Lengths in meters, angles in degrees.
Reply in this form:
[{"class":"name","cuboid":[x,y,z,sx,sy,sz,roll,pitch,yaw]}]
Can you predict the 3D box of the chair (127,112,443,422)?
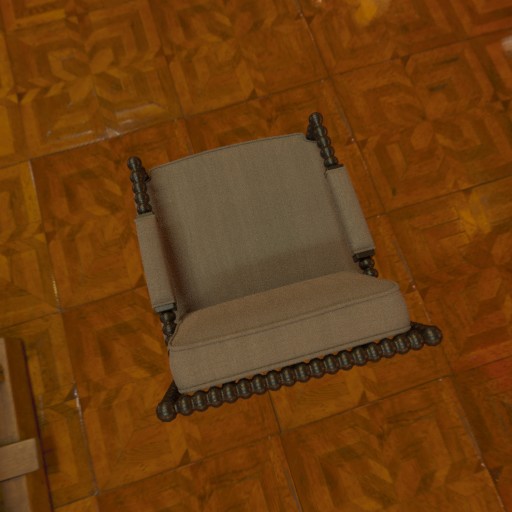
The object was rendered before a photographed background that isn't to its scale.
[{"class":"chair","cuboid":[0.000,0.000,1.110,0.540,0.661,0.622,-15,76,-4]}]
